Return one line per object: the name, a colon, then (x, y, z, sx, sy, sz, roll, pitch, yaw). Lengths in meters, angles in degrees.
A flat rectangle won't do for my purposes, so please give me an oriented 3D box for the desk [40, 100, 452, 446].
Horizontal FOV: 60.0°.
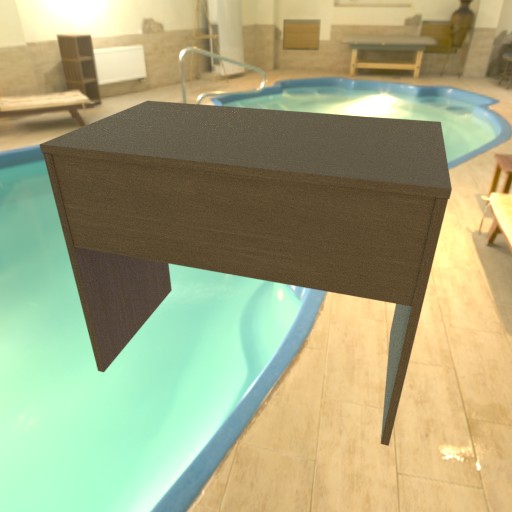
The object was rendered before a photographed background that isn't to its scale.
desk: (0.000, 0.000, 1.298, 0.893, 0.724, 0.498, 9, 32, 15)
